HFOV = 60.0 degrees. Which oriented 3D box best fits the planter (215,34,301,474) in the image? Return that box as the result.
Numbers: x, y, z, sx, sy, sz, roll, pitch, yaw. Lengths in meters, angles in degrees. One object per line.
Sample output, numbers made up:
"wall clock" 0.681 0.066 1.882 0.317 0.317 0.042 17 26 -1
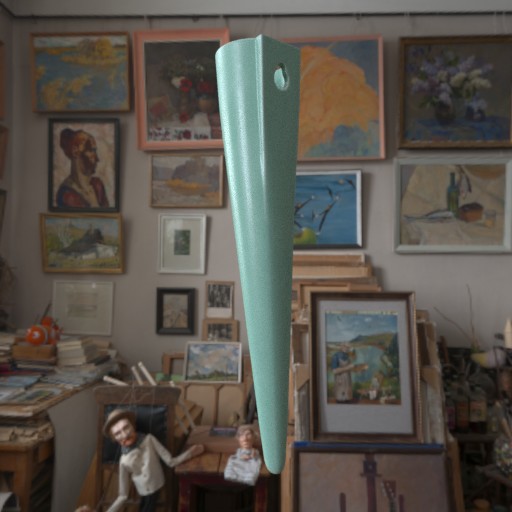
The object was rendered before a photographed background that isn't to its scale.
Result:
"planter" 0.000 0.000 0.294 0.054 0.268 0.055 1 -2 -36
